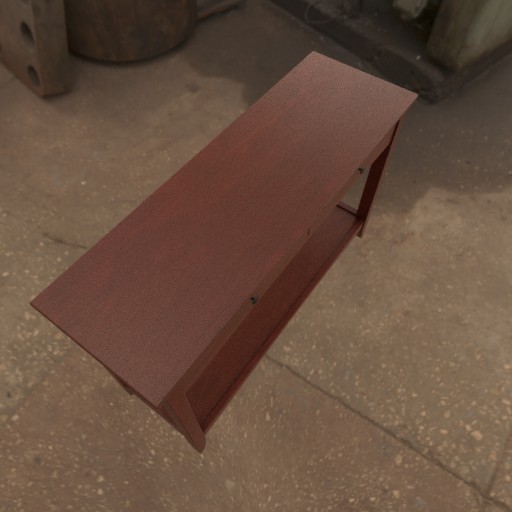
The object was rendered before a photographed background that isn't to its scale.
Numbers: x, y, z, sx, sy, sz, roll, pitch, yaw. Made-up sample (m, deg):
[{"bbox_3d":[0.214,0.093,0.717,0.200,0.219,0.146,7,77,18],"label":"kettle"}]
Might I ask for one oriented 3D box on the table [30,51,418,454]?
[{"bbox_3d":[0.000,0.000,1.499,0.392,0.739,1.188,32,63,19],"label":"table"}]
